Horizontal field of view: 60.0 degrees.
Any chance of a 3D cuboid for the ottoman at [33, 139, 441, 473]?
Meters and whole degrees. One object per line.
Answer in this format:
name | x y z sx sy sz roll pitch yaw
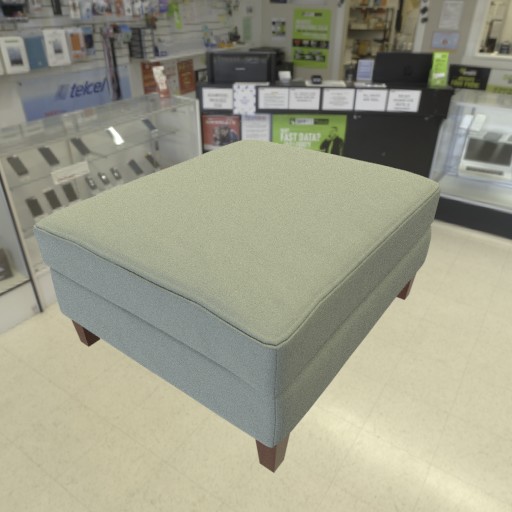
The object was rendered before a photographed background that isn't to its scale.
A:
ottoman | 0.000 0.000 1.432 0.842 0.494 0.991 21 37 31
